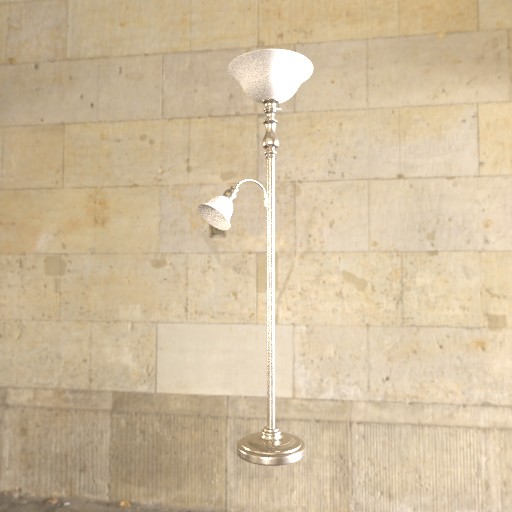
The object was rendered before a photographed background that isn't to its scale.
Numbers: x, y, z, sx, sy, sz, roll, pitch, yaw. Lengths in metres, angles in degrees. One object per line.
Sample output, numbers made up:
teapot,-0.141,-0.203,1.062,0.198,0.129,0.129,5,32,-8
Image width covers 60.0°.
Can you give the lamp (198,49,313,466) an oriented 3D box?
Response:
lamp,0.000,0.000,2.027,0.575,1.785,0.405,2,-4,-35
